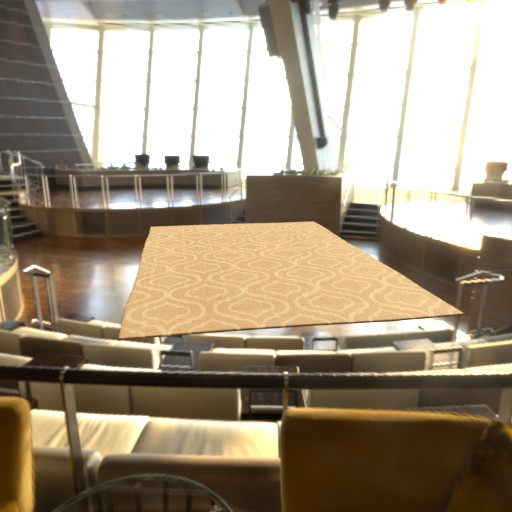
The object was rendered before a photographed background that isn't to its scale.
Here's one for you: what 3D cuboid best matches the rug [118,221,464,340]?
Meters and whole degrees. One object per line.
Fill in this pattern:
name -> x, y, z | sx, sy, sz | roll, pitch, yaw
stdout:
rug -> 0.000, 0.000, 2.245 | 1.152, 0.013, 1.761 | -3, 15, -10
